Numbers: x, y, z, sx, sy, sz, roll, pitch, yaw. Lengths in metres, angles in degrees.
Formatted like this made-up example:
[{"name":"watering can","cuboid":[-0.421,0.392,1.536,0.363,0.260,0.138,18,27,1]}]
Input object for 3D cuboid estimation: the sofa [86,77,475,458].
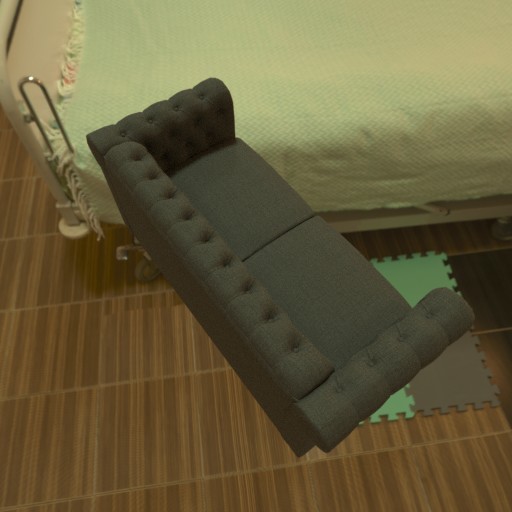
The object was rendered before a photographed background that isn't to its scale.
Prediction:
[{"name":"sofa","cuboid":[0.000,0.000,2.208,0.783,0.797,1.798,-33,64,-19]}]
